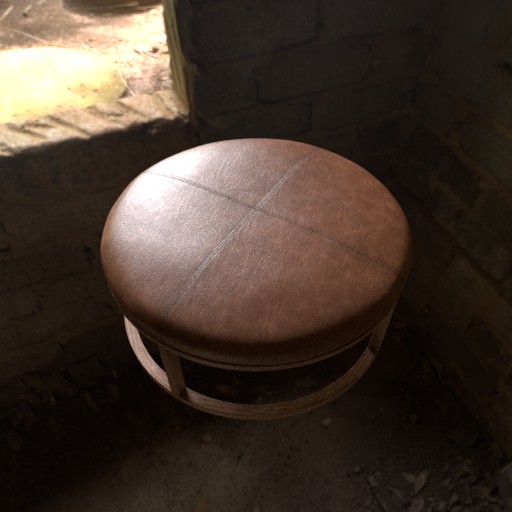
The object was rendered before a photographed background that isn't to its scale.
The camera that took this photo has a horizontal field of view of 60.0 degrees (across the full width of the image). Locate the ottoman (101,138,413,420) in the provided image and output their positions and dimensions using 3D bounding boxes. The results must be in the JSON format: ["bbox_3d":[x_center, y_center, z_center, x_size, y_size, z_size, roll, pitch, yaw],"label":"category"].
[{"bbox_3d":[0.000,0.000,1.568,1.006,0.445,1.006,0,46,0],"label":"ottoman"}]
